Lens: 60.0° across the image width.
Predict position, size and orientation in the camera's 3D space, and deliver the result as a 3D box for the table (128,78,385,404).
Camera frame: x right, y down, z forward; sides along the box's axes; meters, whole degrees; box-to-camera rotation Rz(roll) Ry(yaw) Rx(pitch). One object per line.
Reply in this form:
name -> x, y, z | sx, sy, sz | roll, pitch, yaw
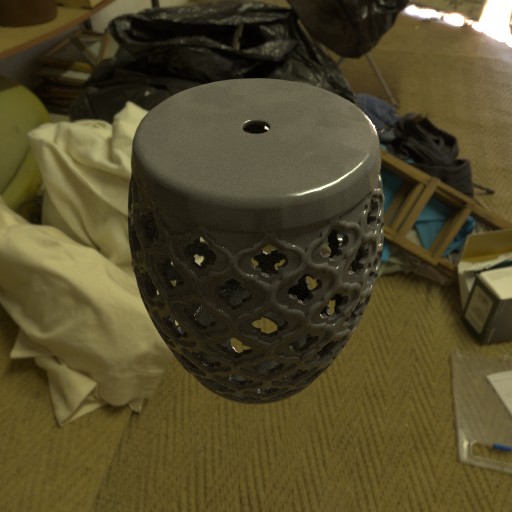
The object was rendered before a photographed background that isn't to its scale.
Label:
table -> 0.000, 0.000, 0.609 | 0.325, 0.388, 0.325 | 0, 45, 0
